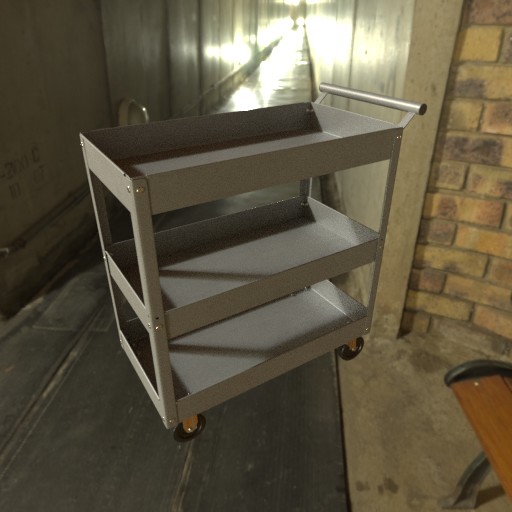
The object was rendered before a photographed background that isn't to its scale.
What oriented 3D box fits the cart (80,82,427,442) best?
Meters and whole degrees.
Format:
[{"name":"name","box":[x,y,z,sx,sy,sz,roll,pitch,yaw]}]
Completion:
[{"name":"cart","box":[0.000,0.000,1.196,0.719,0.780,0.366,-18,34,-28]}]
